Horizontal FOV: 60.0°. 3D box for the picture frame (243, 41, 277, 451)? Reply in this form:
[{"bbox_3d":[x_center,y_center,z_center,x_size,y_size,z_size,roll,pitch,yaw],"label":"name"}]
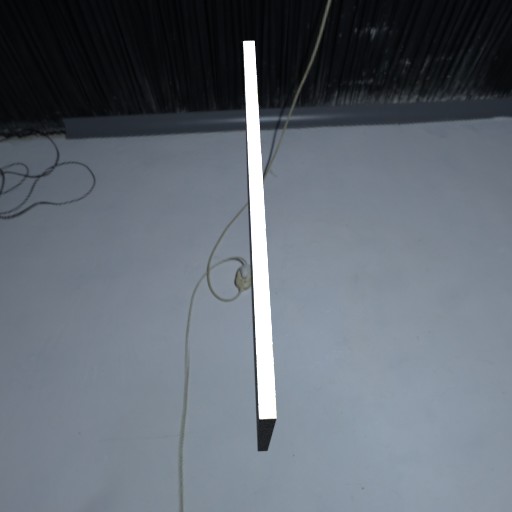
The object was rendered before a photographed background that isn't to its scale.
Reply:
[{"bbox_3d":[0.000,0.000,1.235,0.029,0.640,0.950,-2,62,-1],"label":"picture frame"}]
